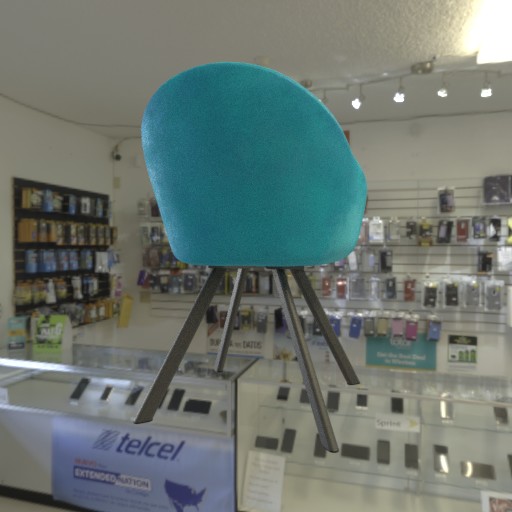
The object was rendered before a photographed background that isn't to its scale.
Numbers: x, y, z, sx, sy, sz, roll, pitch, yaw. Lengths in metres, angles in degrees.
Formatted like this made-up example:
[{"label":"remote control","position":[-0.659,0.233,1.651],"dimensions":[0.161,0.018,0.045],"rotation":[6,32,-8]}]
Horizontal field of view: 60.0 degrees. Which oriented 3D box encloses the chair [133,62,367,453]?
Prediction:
[{"label":"chair","position":[0.000,0.000,1.169],"dimensions":[0.550,0.795,0.590],"rotation":[0,1,18]}]
